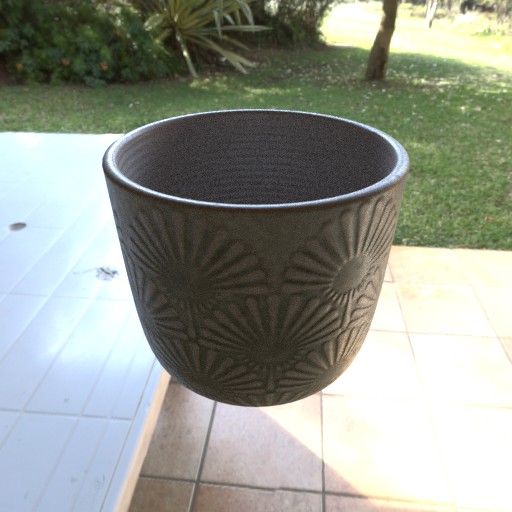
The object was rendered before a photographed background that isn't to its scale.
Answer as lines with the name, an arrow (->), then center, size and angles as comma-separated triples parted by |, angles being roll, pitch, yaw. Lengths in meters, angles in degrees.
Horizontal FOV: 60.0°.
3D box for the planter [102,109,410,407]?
planter -> 0.000, 0.000, 0.213 | 0.124, 0.109, 0.124 | 0, 32, 0
